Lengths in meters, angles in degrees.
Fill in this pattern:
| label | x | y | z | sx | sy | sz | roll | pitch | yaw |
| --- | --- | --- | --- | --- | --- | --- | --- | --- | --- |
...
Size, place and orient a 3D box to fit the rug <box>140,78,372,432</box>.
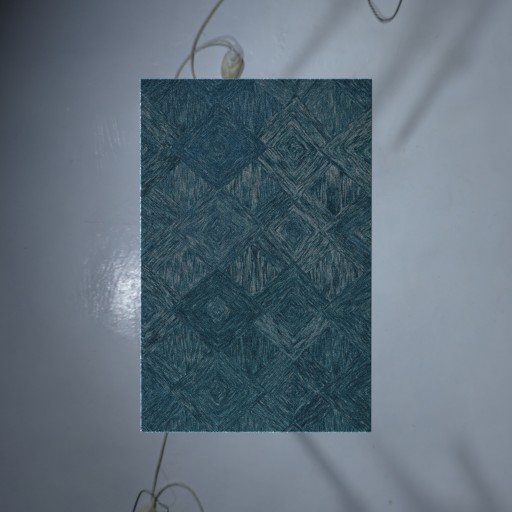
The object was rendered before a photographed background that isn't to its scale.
| label | x | y | z | sx | sy | sz | roll | pitch | yaw |
| --- | --- | --- | --- | --- | --- | --- | --- | --- | --- |
| rug | 0.000 | 0.000 | 2.856 | 1.490 | 0.015 | 2.277 | 0 | 90 | 0 |
